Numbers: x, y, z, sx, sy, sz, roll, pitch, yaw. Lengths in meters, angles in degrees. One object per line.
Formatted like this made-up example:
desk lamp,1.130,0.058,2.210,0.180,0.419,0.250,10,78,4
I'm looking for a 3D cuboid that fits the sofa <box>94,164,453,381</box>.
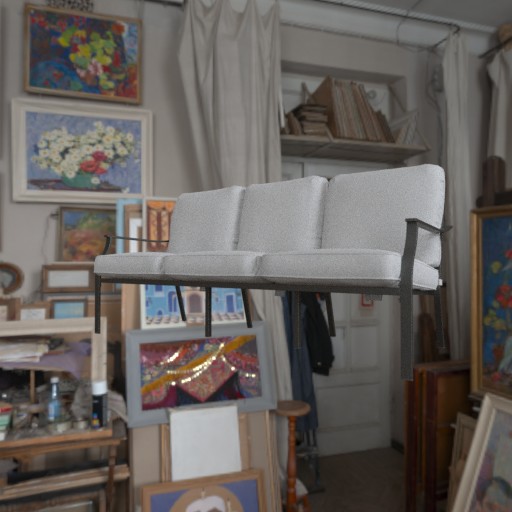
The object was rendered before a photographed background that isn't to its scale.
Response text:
sofa,0.000,0.000,2.263,1.740,0.860,0.787,-1,-1,35
